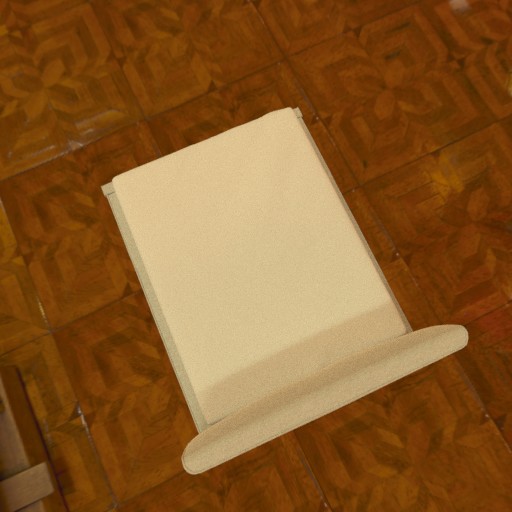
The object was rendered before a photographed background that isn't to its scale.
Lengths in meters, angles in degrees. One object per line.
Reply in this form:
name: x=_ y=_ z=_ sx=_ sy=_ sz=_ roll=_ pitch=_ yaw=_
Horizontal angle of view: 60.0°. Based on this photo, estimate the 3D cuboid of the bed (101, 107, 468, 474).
bed: x=0.000 y=0.000 z=3.531 sx=1.980 sy=1.126 sz=2.498 roll=-23 pitch=78 yaw=-5
